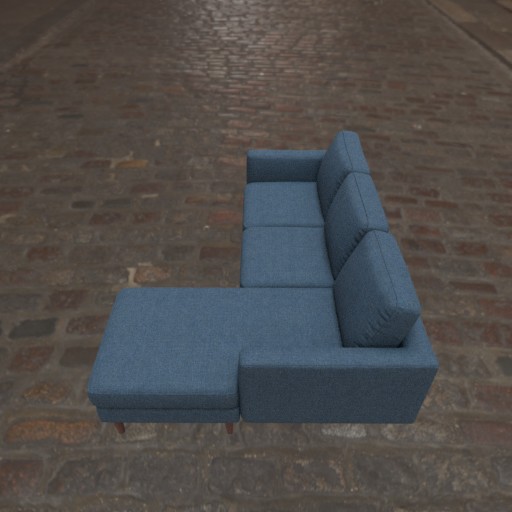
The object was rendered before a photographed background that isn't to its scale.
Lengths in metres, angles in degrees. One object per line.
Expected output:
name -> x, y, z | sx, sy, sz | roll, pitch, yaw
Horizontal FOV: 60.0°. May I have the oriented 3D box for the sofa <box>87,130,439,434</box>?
sofa -> 0.000, 0.000, 2.903 | 1.667, 0.957, 2.055 | 0, 41, 0
